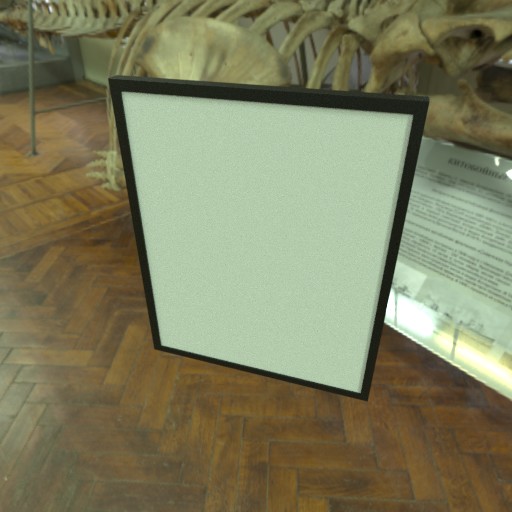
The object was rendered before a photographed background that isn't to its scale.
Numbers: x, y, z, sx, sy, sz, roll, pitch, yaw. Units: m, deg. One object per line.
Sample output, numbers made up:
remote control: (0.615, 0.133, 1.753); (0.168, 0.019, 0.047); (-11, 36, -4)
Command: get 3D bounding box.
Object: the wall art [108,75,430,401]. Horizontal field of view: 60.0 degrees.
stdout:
wall art: (0.000, 0.000, 0.544); (0.325, 0.397, 0.018); (10, 34, 15)
